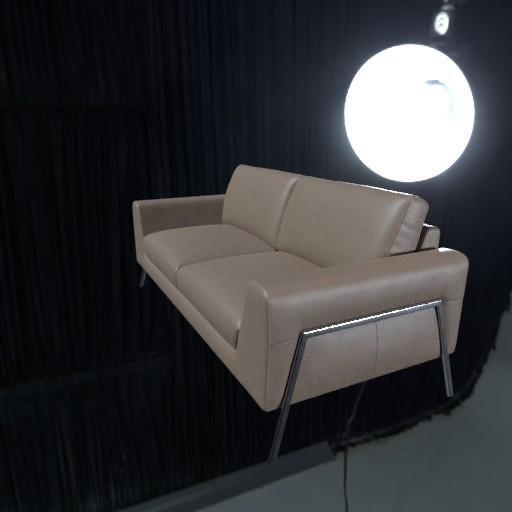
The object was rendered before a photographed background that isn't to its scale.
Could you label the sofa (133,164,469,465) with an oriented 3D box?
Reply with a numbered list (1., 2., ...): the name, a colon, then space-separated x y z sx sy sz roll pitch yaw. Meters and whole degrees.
1. sofa: 0.000 0.000 2.490 0.953 0.875 2.017 -8 18 -26
